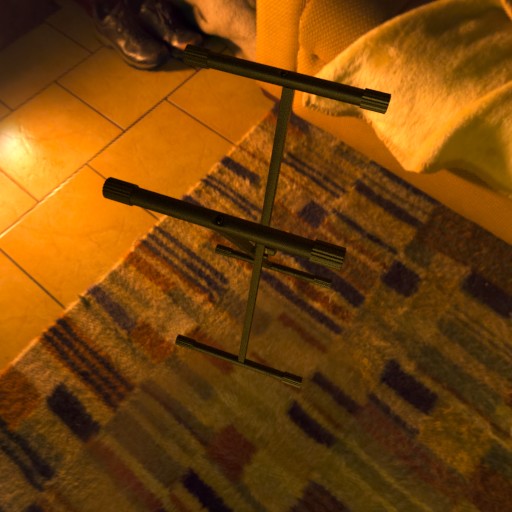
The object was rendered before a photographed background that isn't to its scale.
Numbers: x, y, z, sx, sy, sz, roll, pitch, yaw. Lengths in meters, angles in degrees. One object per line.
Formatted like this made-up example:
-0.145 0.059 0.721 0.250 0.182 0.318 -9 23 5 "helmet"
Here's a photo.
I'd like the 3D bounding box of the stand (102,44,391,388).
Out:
0.000 0.000 1.170 0.449 0.940 0.409 17 66 8 "stand"
